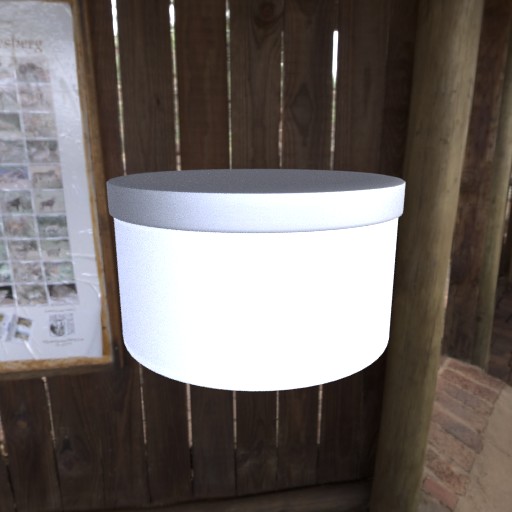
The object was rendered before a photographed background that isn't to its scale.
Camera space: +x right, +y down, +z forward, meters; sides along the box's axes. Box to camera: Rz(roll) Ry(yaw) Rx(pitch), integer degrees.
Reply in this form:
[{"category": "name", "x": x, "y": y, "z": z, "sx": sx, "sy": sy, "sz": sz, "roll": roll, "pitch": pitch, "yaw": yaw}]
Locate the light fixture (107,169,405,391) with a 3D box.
[{"category": "light fixture", "x": 0.000, "y": 0.000, "z": 0.640, "sx": 0.393, "sy": 0.229, "sz": 0.393, "roll": 0, "pitch": 14, "yaw": 0}]
